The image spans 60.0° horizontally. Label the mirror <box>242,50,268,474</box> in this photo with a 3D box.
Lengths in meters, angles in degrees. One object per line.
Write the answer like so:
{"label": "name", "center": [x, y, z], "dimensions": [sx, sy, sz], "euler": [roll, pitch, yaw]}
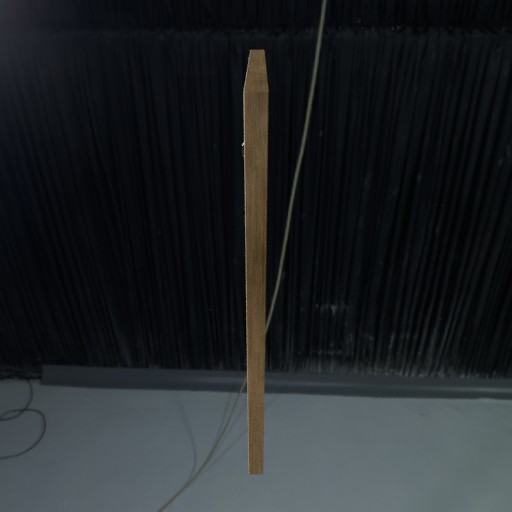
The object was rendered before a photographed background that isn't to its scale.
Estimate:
{"label": "mirror", "center": [0.000, 0.000, 1.145], "dimensions": [0.041, 0.915, 0.609], "euler": [0, 30, 0]}
